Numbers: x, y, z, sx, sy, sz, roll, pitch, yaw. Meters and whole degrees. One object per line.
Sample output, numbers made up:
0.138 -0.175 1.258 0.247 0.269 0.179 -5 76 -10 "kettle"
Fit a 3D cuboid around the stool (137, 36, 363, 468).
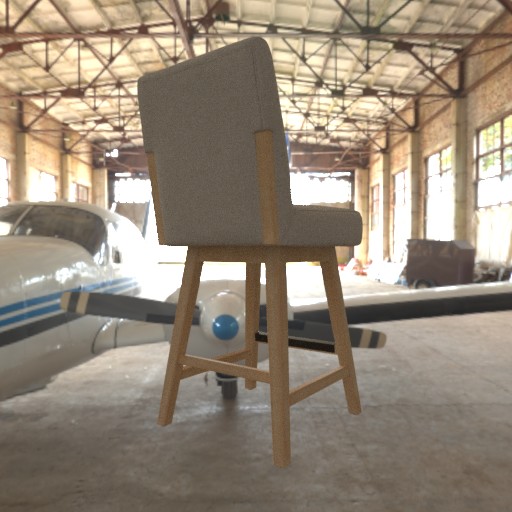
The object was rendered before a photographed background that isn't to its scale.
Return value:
0.000 0.000 1.429 0.507 1.085 0.606 1 1 37 "stool"
